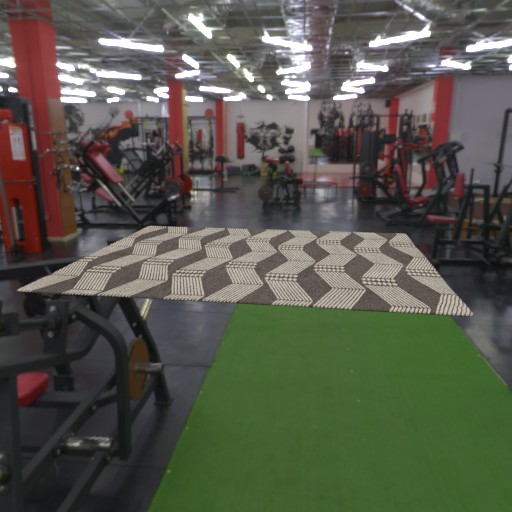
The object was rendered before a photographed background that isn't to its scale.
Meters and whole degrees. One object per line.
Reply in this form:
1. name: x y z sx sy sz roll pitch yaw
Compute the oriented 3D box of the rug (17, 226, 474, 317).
1. rug: 0.000 0.000 4.056 3.048 0.016 2.438 2 15 8
